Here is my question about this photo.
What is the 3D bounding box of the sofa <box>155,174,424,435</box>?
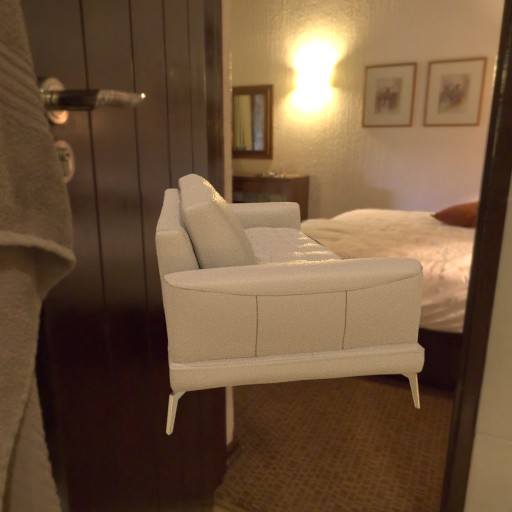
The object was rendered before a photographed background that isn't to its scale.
[{"bbox_3d":[0.000,0.000,2.761,1.121,0.930,2.177,-2,14,-10],"label":"sofa"}]
